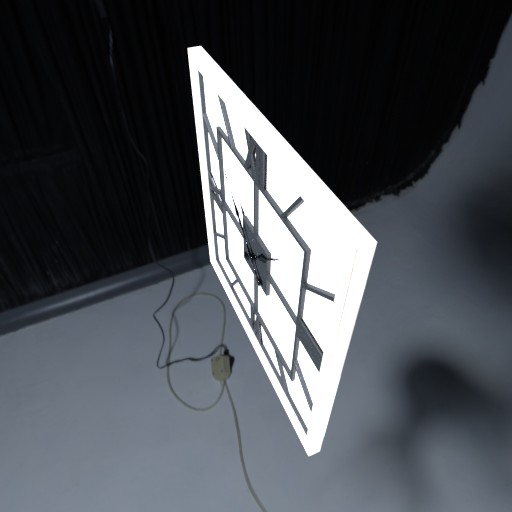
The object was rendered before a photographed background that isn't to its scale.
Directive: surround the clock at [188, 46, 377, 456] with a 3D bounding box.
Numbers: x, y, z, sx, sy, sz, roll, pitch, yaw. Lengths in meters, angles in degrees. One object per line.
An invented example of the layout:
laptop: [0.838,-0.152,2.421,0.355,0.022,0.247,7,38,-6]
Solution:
clock: [0.000,0.000,1.041,0.032,0.705,0.705,-17,48,-16]
